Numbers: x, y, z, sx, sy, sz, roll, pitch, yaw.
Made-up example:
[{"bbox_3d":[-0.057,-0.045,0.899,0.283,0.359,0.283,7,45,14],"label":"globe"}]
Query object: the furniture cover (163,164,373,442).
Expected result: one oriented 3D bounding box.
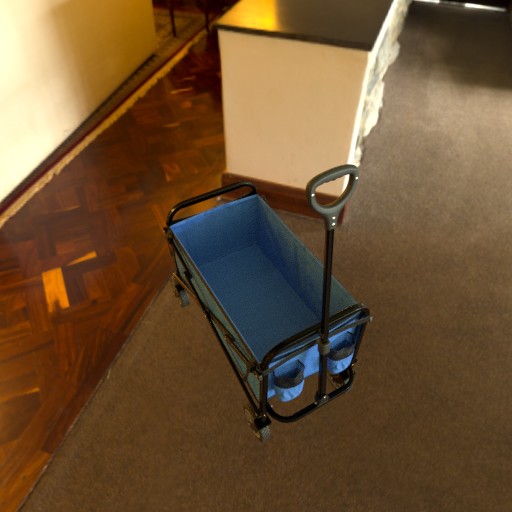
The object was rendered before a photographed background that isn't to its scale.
[{"bbox_3d":[0.000,0.000,1.755,0.532,1.295,1.038,-23,51,-20],"label":"furniture cover"}]
